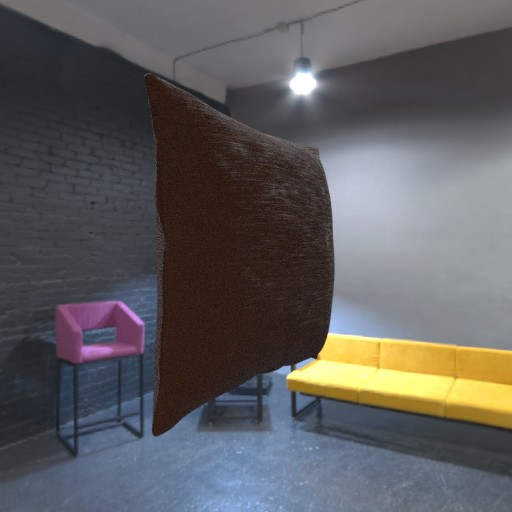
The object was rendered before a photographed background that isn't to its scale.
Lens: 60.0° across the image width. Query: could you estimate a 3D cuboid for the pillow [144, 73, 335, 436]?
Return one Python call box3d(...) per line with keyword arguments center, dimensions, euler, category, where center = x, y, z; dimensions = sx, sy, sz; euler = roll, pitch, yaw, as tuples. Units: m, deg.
box3d(center=(0.000, 0.000, 0.710), dimensions=(0.204, 0.439, 0.452), euler=(0, 1, 34), category="pillow")
